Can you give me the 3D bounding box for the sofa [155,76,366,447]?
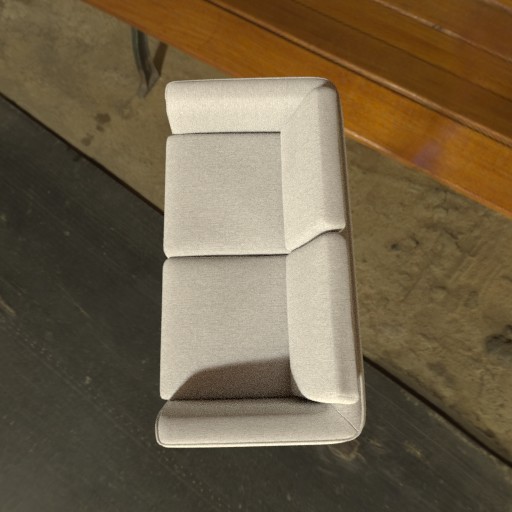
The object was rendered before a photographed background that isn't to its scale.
[{"bbox_3d":[0.000,0.000,2.172,0.920,0.850,1.700,-1,76,0],"label":"sofa"}]
